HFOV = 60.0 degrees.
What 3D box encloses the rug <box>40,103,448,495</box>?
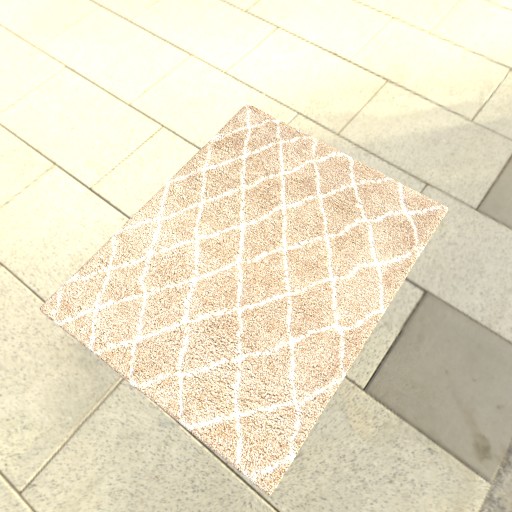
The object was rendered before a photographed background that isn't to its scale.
[{"bbox_3d":[0.000,0.000,4.074,2.438,0.029,3.047,32,67,16],"label":"rug"}]
